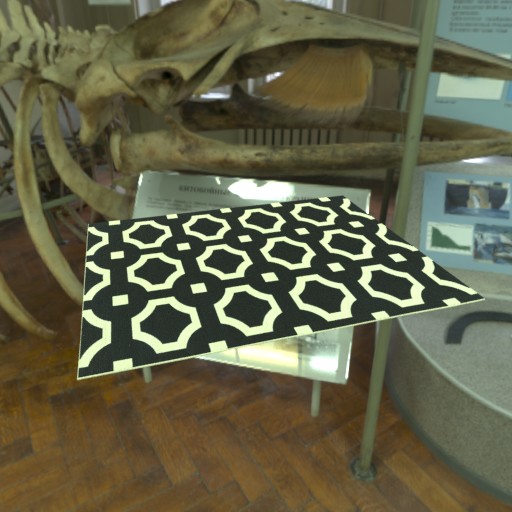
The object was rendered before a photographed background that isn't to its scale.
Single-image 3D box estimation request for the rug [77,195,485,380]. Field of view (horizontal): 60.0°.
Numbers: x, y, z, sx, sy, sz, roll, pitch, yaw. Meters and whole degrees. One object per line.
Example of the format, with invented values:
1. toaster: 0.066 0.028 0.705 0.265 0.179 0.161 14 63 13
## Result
1. rug: 0.000 0.000 4.155 3.049 0.021 2.466 -8 29 -15
